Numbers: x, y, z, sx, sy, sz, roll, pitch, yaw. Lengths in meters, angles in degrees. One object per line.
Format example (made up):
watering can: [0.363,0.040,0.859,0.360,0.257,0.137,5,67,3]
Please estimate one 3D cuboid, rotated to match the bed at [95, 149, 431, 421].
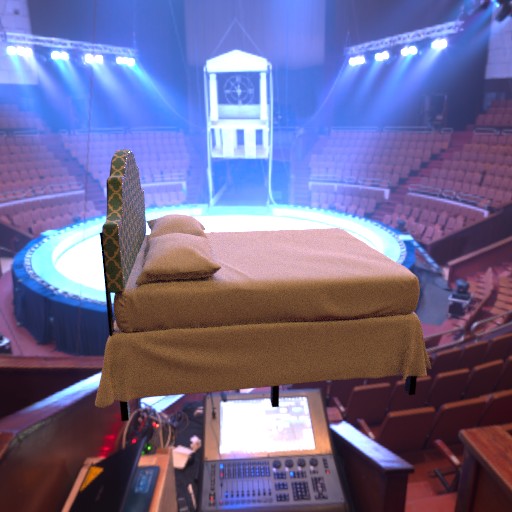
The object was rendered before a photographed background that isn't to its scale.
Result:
bed: [0.000,0.000,3.463,2.222,1.633,1.780,-2,16,-8]
